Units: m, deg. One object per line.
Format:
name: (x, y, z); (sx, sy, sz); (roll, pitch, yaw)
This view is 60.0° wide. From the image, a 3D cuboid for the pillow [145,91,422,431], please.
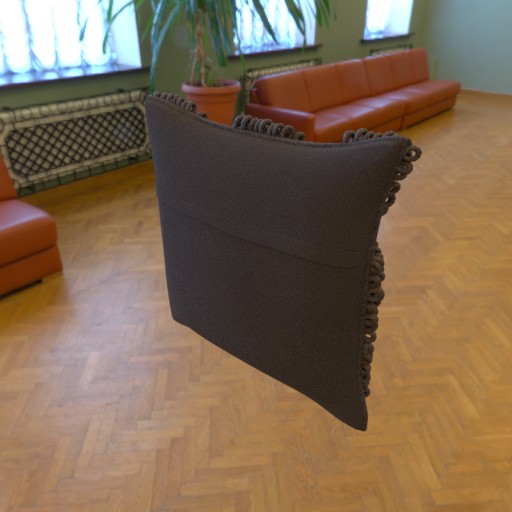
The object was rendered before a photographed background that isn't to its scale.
pillow: (0.000, 0.000, 0.725); (0.470, 0.467, 0.172); (22, 37, 33)
